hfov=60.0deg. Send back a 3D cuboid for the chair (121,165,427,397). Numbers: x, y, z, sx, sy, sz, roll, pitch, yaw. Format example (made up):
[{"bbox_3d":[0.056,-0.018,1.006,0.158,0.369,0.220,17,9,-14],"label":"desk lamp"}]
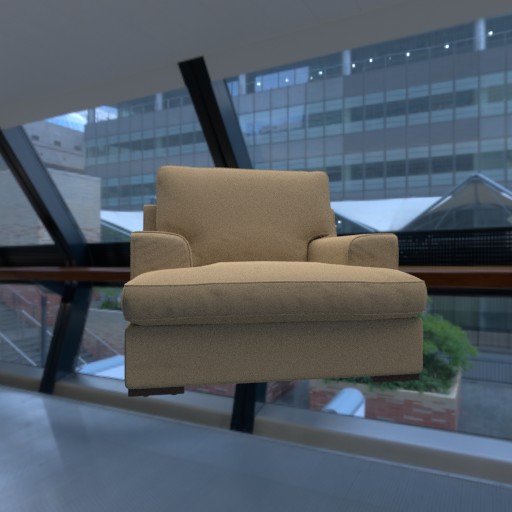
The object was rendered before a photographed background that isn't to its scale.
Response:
[{"bbox_3d":[0.000,0.000,2.186,1.293,1.005,1.274,0,0,-18],"label":"chair"}]
